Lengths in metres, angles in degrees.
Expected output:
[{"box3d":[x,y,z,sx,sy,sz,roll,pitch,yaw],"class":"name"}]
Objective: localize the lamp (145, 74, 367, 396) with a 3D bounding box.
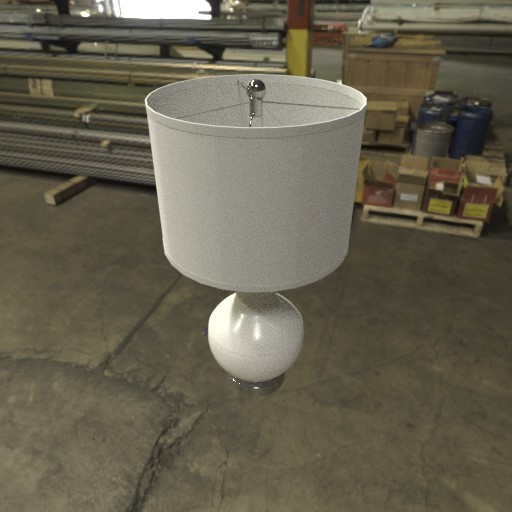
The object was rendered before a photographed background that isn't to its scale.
[{"box3d":[0.000,0.000,0.891,0.357,0.673,0.357,10,34,15],"class":"lamp"}]
